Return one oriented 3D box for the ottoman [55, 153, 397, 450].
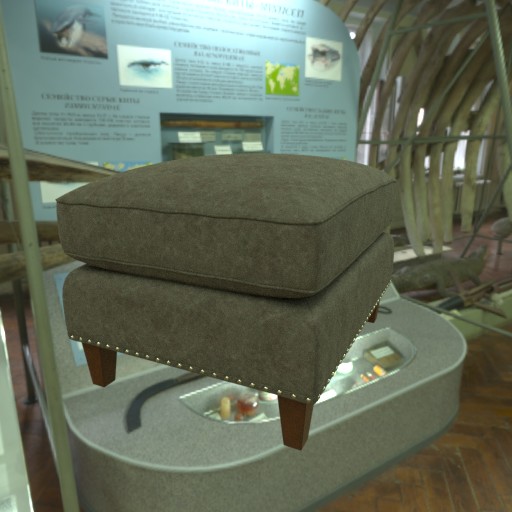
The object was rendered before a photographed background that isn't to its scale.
[{"bbox_3d":[0.000,0.000,1.140,0.584,0.513,0.741,7,17,25],"label":"ottoman"}]
